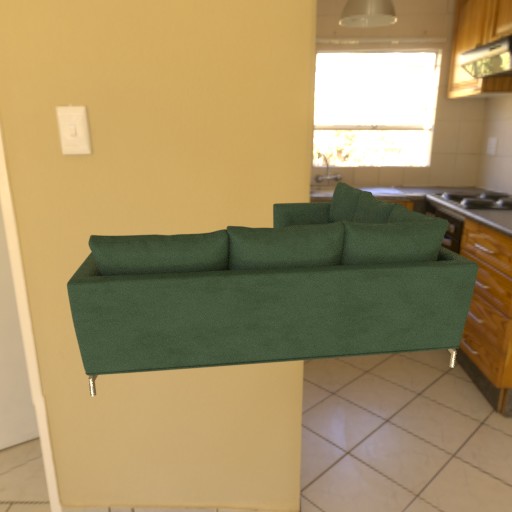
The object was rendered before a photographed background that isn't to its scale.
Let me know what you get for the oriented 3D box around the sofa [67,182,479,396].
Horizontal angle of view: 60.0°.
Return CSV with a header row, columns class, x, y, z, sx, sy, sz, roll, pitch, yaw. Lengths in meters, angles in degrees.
class,x,y,z,sx,sy,sz,roll,pitch,yaw
sofa,0.000,0.000,3.807,2.452,1.004,2.468,-2,16,-8
